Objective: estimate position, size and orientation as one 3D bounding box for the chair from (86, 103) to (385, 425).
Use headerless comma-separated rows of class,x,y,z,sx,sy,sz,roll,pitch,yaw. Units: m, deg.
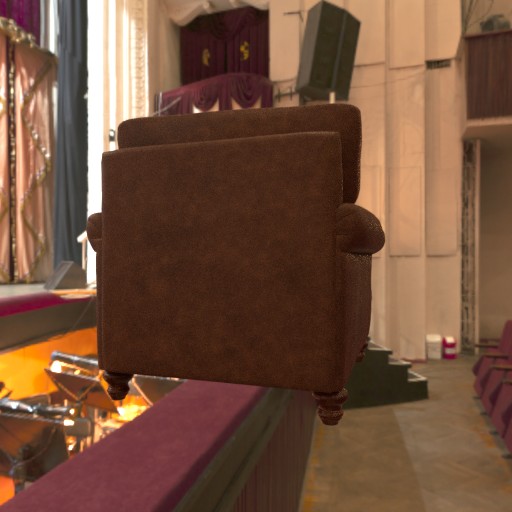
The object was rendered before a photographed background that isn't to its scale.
chair,0.000,0.000,1.790,0.996,0.976,1.002,0,0,18
